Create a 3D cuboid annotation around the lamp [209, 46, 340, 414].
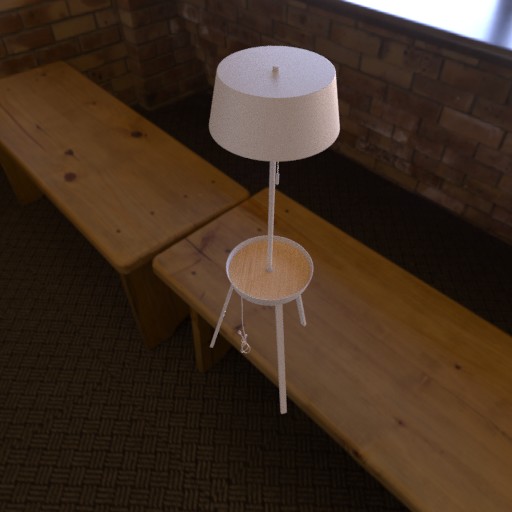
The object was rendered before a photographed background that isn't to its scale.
[{"bbox_3d":[0.000,0.000,1.649,0.468,1.429,0.508,11,48,10],"label":"lamp"}]
